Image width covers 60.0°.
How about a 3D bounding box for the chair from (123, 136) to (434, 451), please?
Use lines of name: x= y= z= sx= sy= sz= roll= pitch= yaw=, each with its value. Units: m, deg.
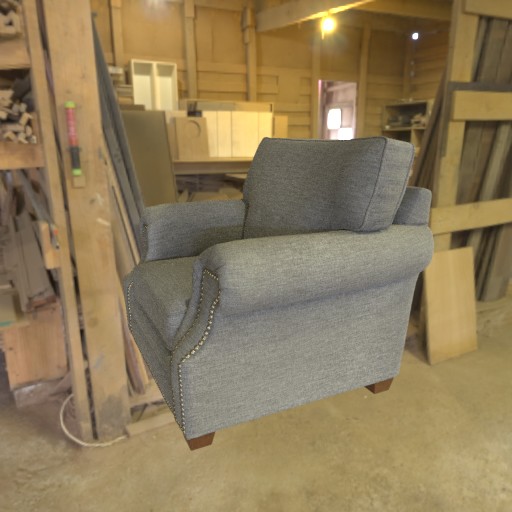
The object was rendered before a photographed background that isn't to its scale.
chair: x=0.000 y=0.000 z=1.843 sx=0.965 sy=0.961 sz=1.092 roll=-7 pitch=17 yaw=-25
